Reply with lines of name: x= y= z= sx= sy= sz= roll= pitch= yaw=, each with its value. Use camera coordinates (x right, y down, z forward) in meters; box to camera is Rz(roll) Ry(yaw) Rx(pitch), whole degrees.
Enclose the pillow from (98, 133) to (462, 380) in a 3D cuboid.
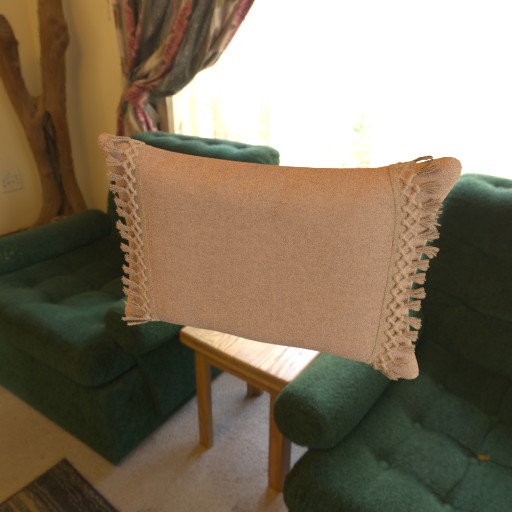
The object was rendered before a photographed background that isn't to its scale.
pillow: x=0.000 y=0.000 z=0.603 sx=0.466 sy=0.305 sz=0.084 roll=9 pitch=27 yaw=18
